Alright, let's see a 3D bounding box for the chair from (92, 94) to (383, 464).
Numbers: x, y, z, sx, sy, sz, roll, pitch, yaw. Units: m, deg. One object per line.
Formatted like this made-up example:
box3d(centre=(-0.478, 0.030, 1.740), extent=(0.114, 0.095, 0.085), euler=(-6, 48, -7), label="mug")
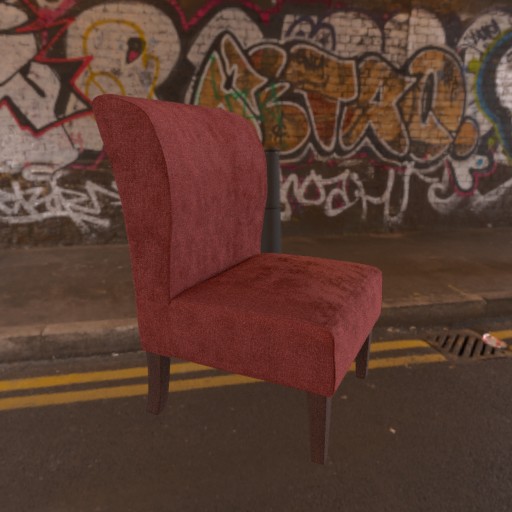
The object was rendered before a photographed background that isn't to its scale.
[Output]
box3d(centre=(0.000, 0.000, 1.245), extent=(0.640, 0.846, 0.538), euler=(7, 16, 26), label="chair")
